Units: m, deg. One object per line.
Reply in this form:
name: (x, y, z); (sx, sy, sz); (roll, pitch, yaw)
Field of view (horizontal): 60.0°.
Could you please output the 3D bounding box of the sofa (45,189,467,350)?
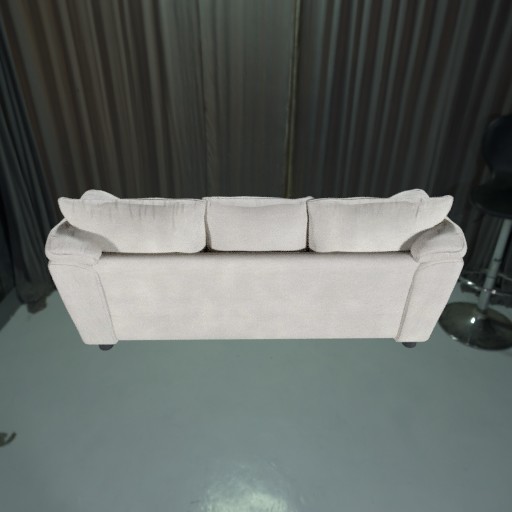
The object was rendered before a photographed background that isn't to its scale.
sofa: (0.000, 0.000, 2.828); (2.334, 0.996, 0.878); (0, 30, -1)
